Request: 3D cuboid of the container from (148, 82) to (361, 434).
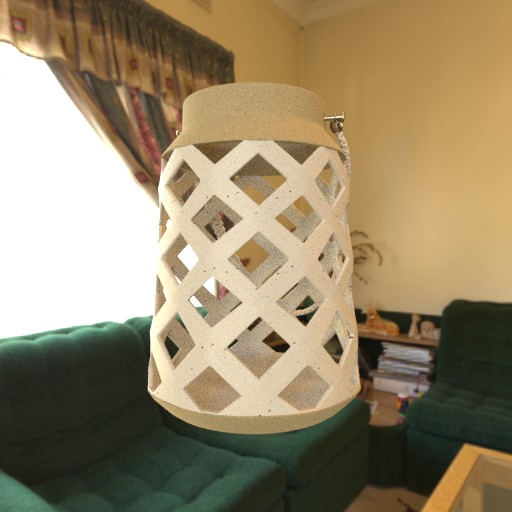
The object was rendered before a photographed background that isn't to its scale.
[{"bbox_3d":[0.000,0.000,0.348,0.163,0.229,0.172,0,1,20],"label":"container"}]
